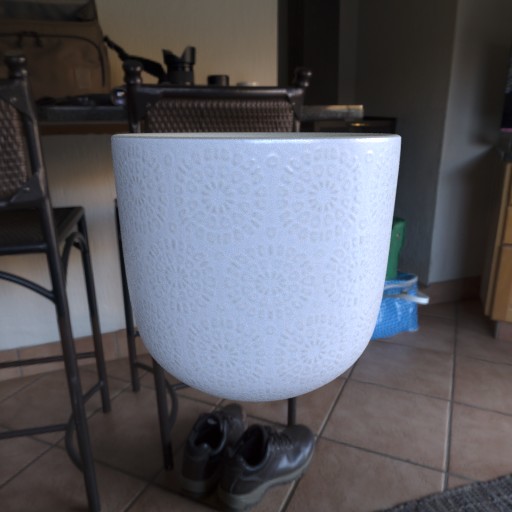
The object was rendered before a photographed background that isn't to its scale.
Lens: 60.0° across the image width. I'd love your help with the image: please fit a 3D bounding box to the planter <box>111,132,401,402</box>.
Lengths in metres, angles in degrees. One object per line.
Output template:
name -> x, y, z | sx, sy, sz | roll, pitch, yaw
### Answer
planter -> 0.000, 0.000, 0.358 | 0.208, 0.190, 0.208 | 0, 16, 0
